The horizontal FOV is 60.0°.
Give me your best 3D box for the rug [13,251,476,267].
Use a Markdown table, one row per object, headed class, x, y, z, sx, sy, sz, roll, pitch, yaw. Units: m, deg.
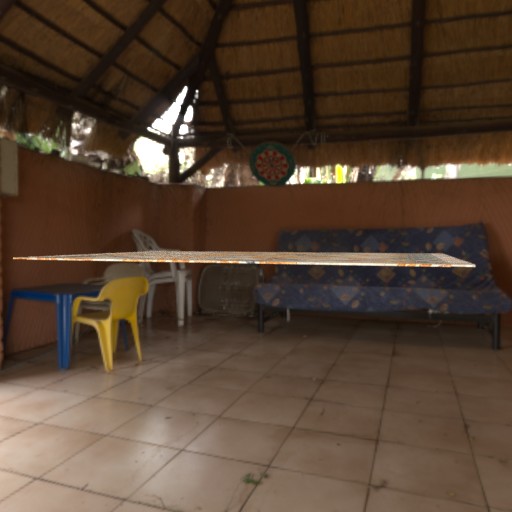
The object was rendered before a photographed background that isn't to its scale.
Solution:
| class | x | y | z | sx | sy | sz | roll | pitch | yaw |
| --- | --- | --- | --- | --- | --- | --- | --- | --- | --- |
| rug | 0.000 | 0.000 | 2.215 | 1.827 | 0.008 | 1.230 | 1 | 2 | 18 |
